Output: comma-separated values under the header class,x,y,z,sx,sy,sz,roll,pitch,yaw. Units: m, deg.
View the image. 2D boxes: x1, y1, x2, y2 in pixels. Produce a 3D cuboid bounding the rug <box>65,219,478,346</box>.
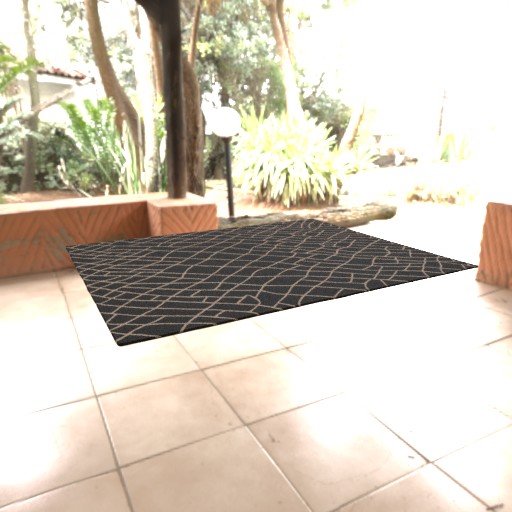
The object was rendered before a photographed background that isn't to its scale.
class,x,y,z,sx,sy,sz,roll,pitch,yaw
rug,0.000,0.000,4.128,3.047,0.022,2.439,-8,18,-28
